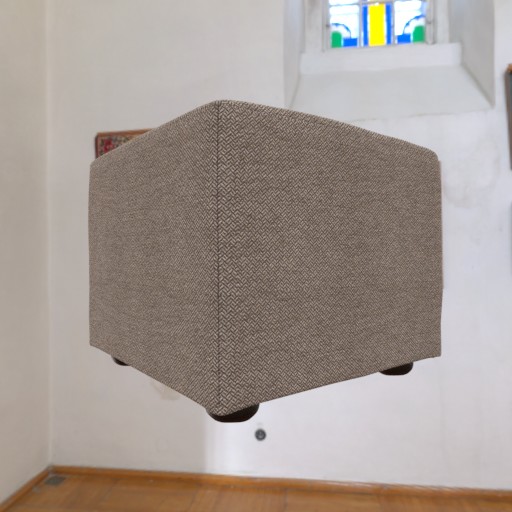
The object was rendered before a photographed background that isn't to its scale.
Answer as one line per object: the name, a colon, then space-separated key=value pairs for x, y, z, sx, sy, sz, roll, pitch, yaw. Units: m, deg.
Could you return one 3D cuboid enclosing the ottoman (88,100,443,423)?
ottoman: x=0.000 y=0.000 z=0.884 sx=0.512 sy=0.453 sz=0.519 roll=-1 pitch=1 yaw=-37
